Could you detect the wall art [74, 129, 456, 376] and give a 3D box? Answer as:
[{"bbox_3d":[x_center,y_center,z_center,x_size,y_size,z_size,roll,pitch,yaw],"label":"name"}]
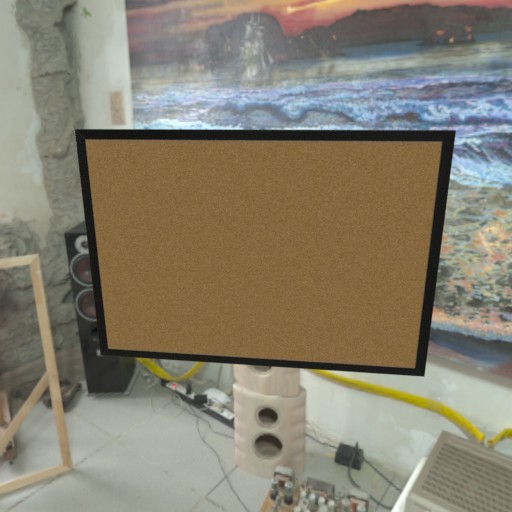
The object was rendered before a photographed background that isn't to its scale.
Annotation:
[{"bbox_3d":[0.000,0.000,0.559,0.440,0.306,0.013,2,17,7],"label":"wall art"}]
